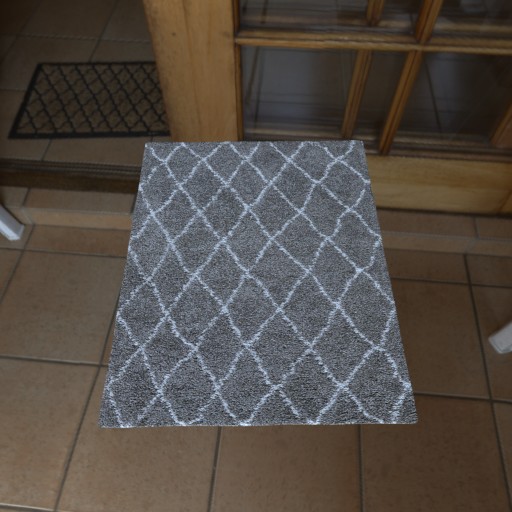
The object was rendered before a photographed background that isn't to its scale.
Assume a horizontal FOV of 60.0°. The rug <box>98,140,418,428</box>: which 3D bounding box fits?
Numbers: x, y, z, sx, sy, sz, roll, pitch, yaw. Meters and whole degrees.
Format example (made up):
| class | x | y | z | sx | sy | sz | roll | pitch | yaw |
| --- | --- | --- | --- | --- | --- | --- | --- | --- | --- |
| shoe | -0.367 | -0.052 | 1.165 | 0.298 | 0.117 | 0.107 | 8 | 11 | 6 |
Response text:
| class | x | y | z | sx | sy | sz | roll | pitch | yaw |
| --- | --- | --- | --- | --- | --- | --- | --- | --- | --- |
| rug | 0.000 | 0.000 | 4.178 | 2.438 | 0.029 | 3.047 | -1 | 58 | 0 |
